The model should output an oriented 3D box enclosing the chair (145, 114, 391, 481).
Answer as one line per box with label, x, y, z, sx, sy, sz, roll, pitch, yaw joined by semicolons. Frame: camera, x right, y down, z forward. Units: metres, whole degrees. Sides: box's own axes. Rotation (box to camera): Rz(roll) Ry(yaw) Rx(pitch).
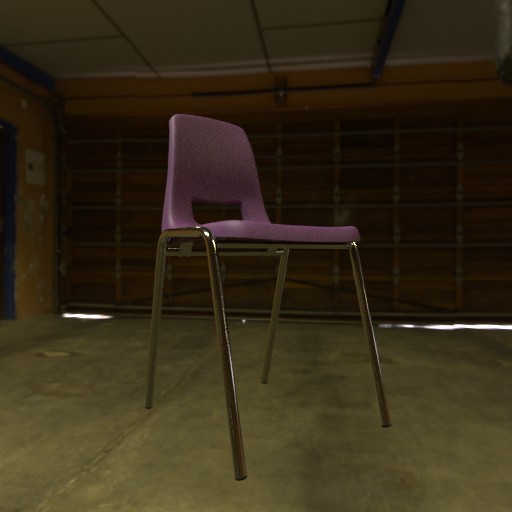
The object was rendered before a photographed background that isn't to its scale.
chair;0.000;0.000;0.968;0.381;0.704;0.432;0;0;-36
